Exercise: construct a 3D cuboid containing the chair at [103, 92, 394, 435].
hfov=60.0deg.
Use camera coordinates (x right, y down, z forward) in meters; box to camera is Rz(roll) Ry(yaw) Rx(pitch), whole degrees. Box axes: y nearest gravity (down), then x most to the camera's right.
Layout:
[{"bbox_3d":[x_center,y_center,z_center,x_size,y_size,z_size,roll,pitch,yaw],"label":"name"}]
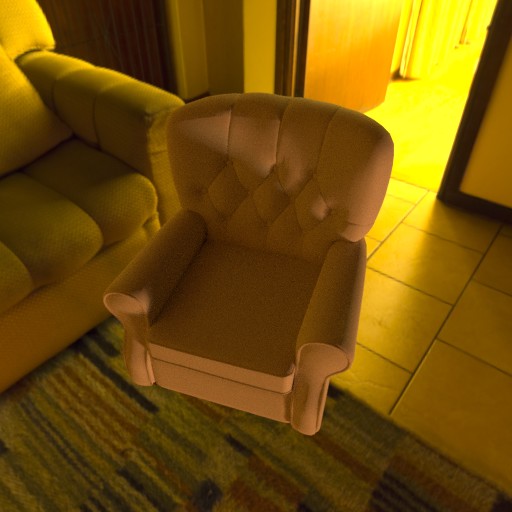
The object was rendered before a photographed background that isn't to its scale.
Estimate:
[{"bbox_3d":[0.000,0.000,2.053,1.035,1.169,1.132,12,42,13],"label":"chair"}]
